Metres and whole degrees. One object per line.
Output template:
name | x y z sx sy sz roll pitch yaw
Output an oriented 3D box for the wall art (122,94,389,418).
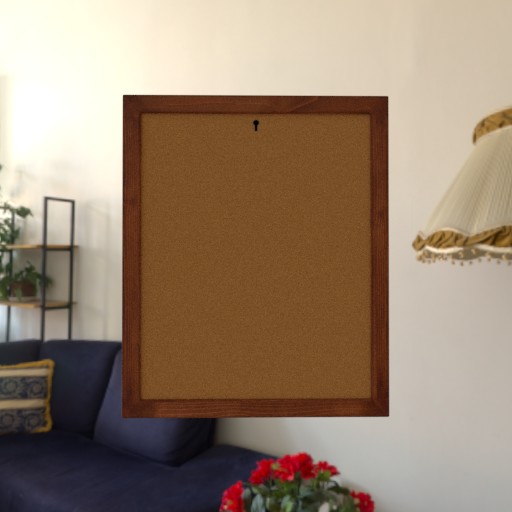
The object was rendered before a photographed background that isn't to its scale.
wall art | 0.000 0.000 0.781 0.462 0.558 0.030 0 -1 -1
